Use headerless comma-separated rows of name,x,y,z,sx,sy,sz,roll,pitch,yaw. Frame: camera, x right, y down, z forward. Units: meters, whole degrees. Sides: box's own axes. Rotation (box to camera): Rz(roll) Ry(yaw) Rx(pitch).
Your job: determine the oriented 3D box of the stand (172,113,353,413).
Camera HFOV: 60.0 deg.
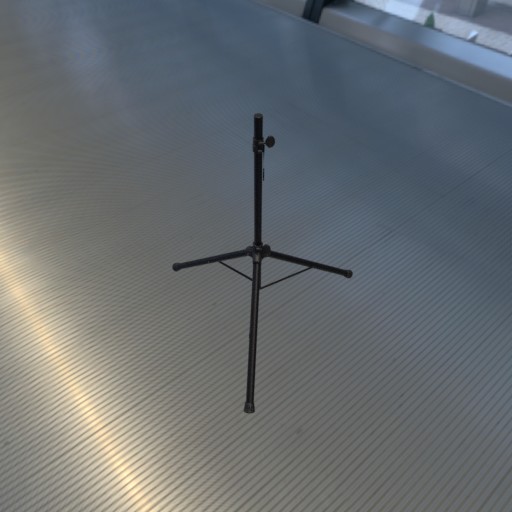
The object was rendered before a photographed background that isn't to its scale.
stand,0.000,0.000,1.896,1.045,1.136,0.907,3,46,3
